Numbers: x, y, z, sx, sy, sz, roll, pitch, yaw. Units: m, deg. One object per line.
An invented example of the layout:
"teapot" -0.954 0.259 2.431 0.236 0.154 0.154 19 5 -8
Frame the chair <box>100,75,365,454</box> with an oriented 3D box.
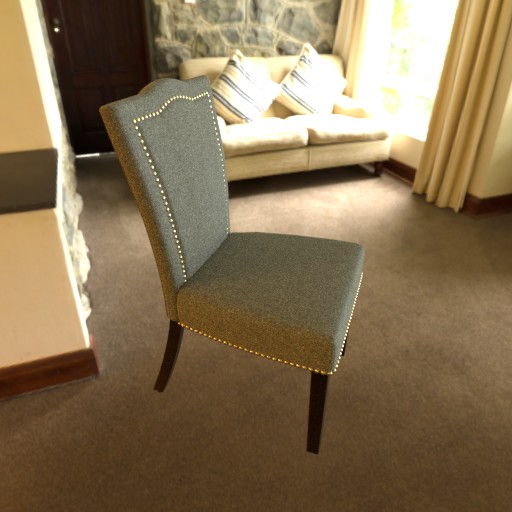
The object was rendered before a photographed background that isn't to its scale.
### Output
"chair" 0.000 0.000 1.295 0.589 0.946 0.518 10 31 17
